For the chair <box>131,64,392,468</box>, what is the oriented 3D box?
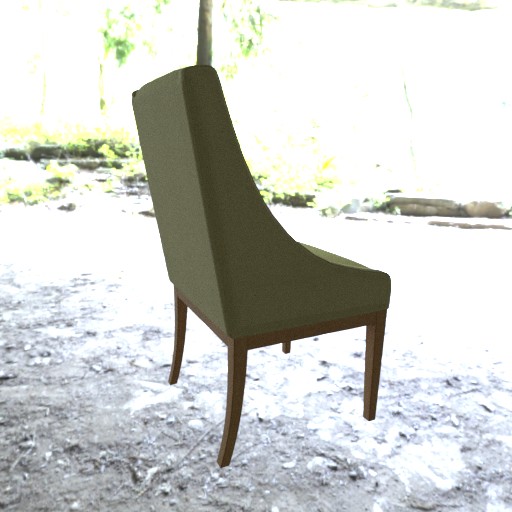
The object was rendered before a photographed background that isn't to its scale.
[{"bbox_3d":[0.000,0.000,1.397,0.611,1.021,0.575,-7,16,-26],"label":"chair"}]
